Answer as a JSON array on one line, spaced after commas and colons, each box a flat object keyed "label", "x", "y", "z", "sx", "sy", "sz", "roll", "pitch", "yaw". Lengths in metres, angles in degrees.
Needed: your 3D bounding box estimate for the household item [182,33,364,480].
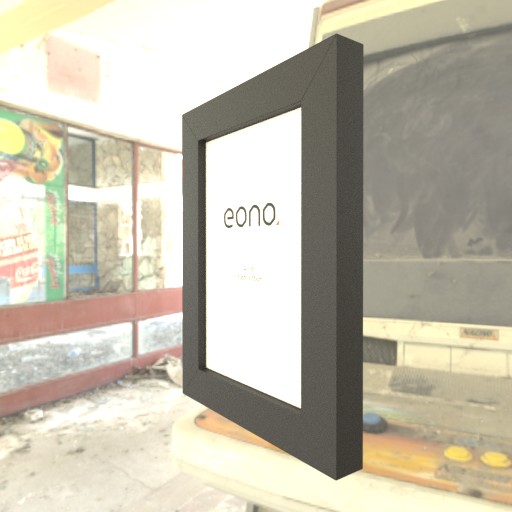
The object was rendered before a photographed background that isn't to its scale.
[{"label": "household item", "x": 0.000, "y": 0.000, "z": 0.234, "sx": 0.022, "sy": 0.178, "sz": 0.133, "roll": -1, "pitch": 1, "yaw": -36}]
